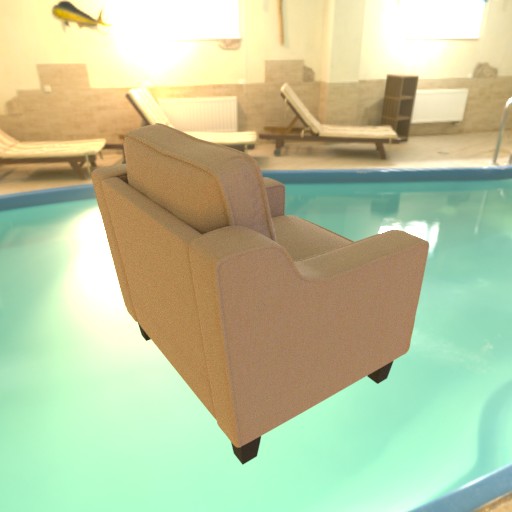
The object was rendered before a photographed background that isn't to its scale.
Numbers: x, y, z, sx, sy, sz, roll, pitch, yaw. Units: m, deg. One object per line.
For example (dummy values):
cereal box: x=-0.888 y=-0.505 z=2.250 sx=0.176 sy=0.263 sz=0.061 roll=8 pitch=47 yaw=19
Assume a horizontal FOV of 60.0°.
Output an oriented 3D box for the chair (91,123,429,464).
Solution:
chair: x=0.000 y=0.000 z=1.679 sx=0.882 sy=0.948 sz=0.922 roll=-17 pitch=31 yaw=-31
